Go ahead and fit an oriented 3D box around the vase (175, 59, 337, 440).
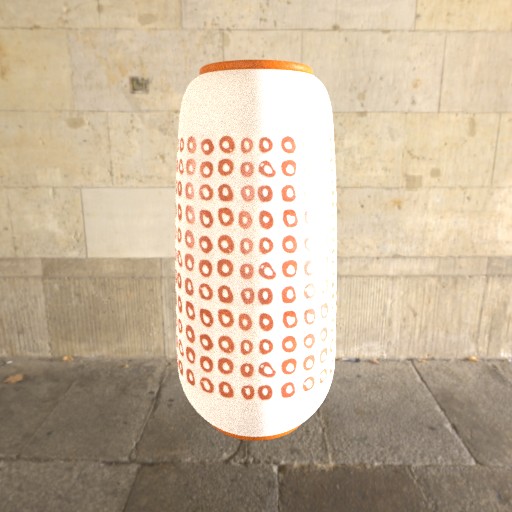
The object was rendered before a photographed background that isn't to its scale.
[{"bbox_3d":[0.000,0.000,0.359,0.133,0.282,0.133,0,14,0],"label":"vase"}]
